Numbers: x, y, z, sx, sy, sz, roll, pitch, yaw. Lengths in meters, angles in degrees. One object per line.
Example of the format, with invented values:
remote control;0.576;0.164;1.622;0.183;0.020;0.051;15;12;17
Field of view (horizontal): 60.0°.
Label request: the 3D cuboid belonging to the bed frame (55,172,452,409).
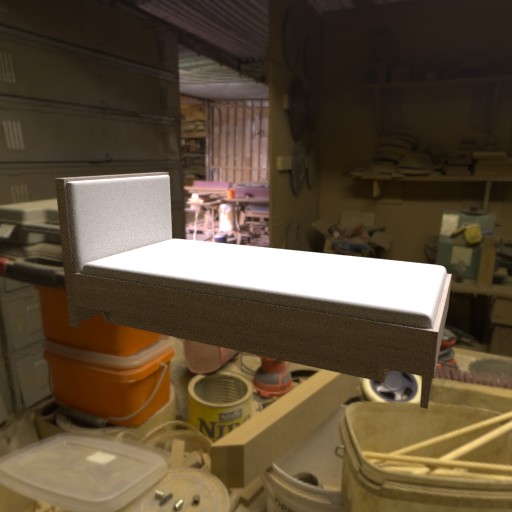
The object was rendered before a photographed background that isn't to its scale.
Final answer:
bed frame;0.000;0.000;2.673;2.140;0.920;0.990;6;14;25
